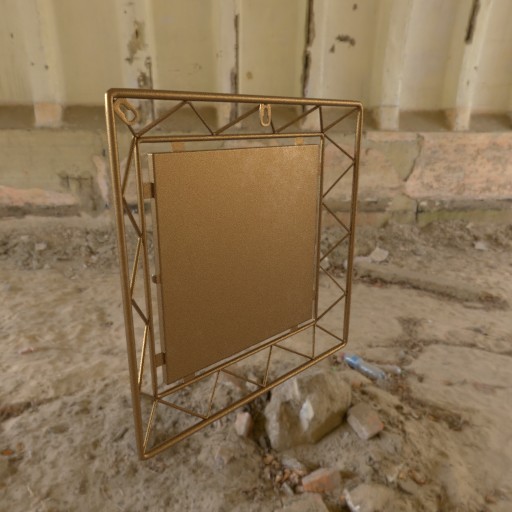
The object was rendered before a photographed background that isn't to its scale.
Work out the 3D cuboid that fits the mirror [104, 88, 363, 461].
[{"bbox_3d":[0.000,0.000,0.609,0.416,0.414,0.046,-16,23,-42],"label":"mirror"}]
